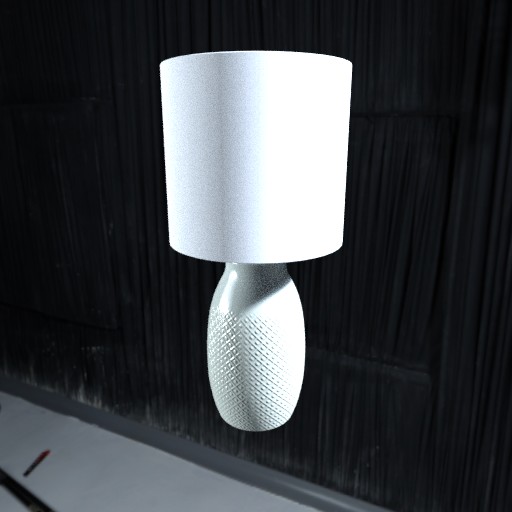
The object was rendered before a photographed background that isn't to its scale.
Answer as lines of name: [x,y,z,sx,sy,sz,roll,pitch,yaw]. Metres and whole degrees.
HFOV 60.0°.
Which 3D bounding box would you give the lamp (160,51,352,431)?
lamp: [0.000,0.000,0.573,0.217,0.453,0.217,8,18,25]
